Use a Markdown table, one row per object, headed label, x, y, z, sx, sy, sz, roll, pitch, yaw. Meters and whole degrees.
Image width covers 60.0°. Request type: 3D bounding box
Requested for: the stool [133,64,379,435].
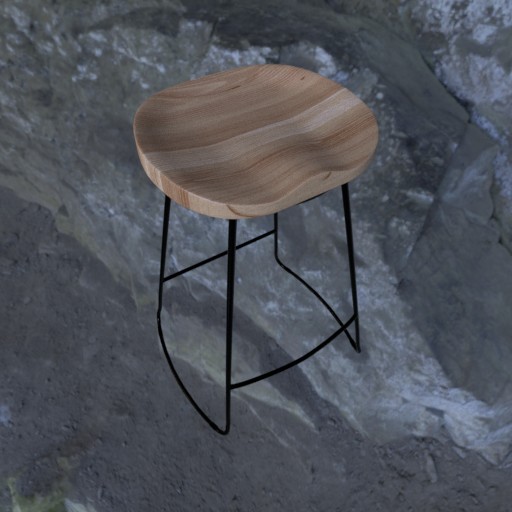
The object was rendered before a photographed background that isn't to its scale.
| label | x | y | z | sx | sy | sz | roll | pitch | yaw |
| --- | --- | --- | --- | --- | --- | --- | --- | --- | --- |
| stool | 0.000 | 0.000 | 0.975 | 0.480 | 0.679 | 0.401 | -25 | 52 | -21 |
